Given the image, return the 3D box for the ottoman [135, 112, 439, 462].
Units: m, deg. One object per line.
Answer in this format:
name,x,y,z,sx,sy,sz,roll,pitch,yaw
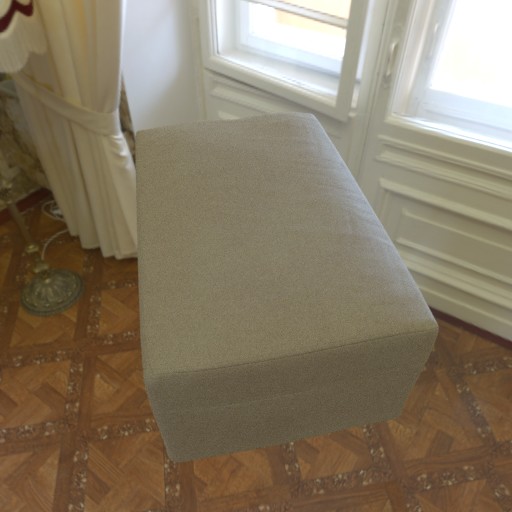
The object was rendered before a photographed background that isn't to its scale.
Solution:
ottoman,0.000,0.000,1.198,0.590,0.444,0.872,-8,47,-8
